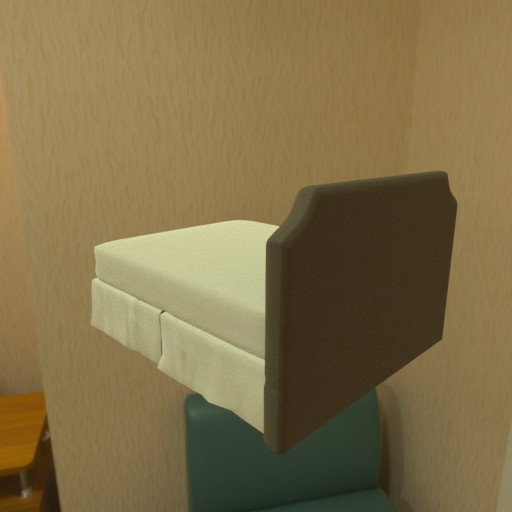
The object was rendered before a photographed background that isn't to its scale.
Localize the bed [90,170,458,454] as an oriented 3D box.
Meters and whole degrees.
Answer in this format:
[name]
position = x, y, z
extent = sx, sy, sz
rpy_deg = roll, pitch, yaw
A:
[bed]
position = 0.000, 0.000, 3.310
extent = 1.831, 1.297, 2.181
rpy_deg = -14, 21, -43
